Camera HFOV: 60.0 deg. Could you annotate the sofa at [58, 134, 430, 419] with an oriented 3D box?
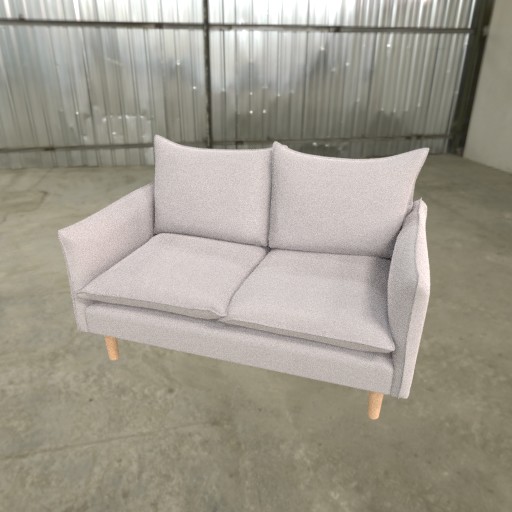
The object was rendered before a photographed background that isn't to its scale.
[{"bbox_3d":[0.000,0.000,1.812,1.300,0.840,0.820,8,26,16],"label":"sofa"}]
